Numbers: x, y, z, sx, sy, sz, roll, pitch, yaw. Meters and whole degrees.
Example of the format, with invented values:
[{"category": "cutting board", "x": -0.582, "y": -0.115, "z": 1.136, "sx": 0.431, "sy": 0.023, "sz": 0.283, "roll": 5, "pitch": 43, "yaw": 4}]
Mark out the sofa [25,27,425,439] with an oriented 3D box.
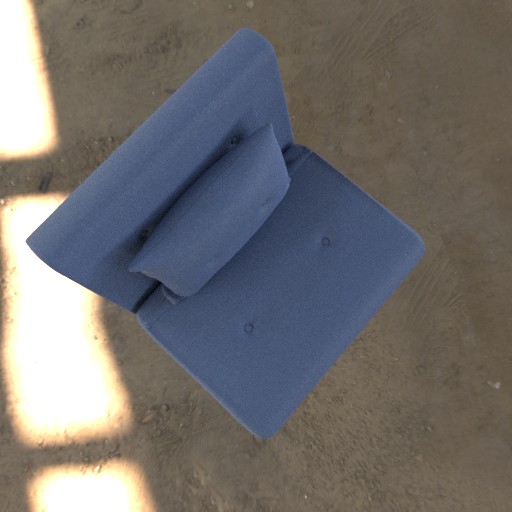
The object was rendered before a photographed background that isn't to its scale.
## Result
[{"category": "sofa", "x": 0.000, "y": 0.000, "z": 1.699, "sx": 0.996, "sy": 0.860, "sz": 0.999, "roll": 41, "pitch": 82, "yaw": 7}]
